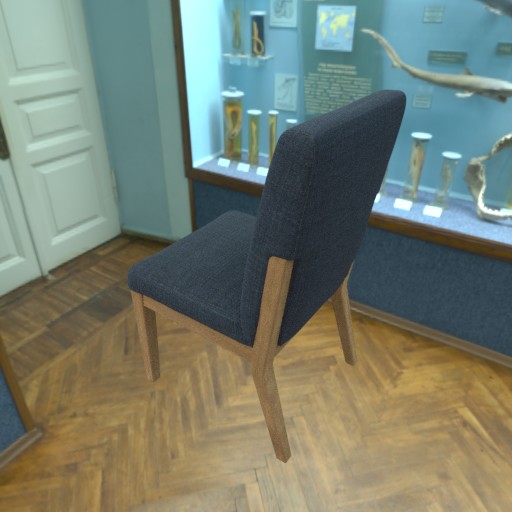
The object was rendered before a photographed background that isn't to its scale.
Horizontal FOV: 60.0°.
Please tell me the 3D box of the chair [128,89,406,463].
[{"bbox_3d":[0.000,0.000,1.278,0.586,0.911,0.507,20,36,29],"label":"chair"}]
